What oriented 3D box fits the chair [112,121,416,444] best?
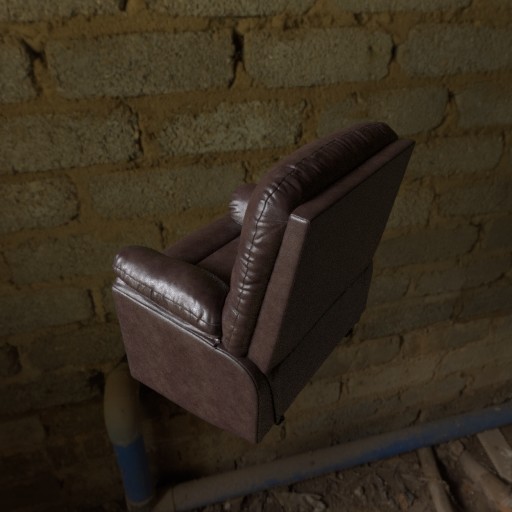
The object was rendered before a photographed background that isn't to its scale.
[{"bbox_3d":[0.000,0.000,1.768,0.879,1.041,0.940,20,37,29],"label":"chair"}]
